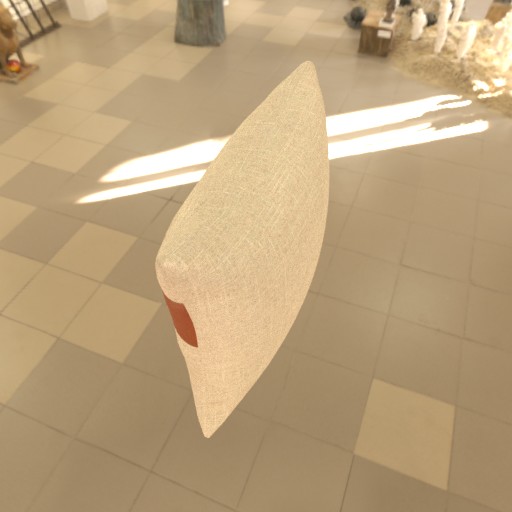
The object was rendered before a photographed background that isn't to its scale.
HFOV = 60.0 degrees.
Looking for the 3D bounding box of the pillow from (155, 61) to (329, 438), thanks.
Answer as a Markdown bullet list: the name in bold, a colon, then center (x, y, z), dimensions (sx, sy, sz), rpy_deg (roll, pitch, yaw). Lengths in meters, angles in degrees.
- **pillow**: center (0.000, 0.000, 0.640), dimensions (0.173, 0.399, 0.414), rpy_deg (16, 49, 14)
